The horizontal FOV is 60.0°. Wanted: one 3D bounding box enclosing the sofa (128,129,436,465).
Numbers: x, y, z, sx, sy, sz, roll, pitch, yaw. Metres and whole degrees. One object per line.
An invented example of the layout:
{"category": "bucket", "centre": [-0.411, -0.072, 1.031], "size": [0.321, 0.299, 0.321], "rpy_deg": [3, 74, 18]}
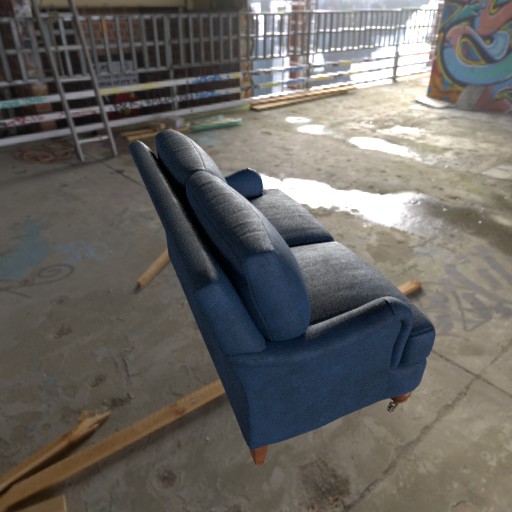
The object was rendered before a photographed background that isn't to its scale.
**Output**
{"category": "sofa", "centre": [0.000, 0.000, 2.509], "size": [1.084, 1.101, 1.853], "rpy_deg": [-11, 32, -18]}
